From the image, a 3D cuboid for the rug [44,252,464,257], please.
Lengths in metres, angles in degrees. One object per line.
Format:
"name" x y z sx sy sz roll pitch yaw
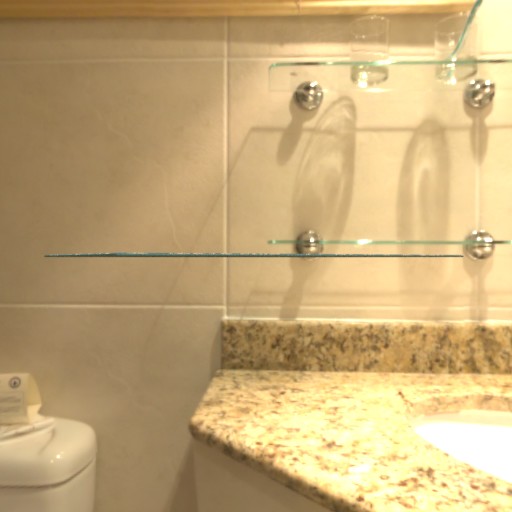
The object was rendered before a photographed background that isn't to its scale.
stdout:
"rug" 0.000 0.000 2.319 1.833 0.012 1.211 0 0 -35
